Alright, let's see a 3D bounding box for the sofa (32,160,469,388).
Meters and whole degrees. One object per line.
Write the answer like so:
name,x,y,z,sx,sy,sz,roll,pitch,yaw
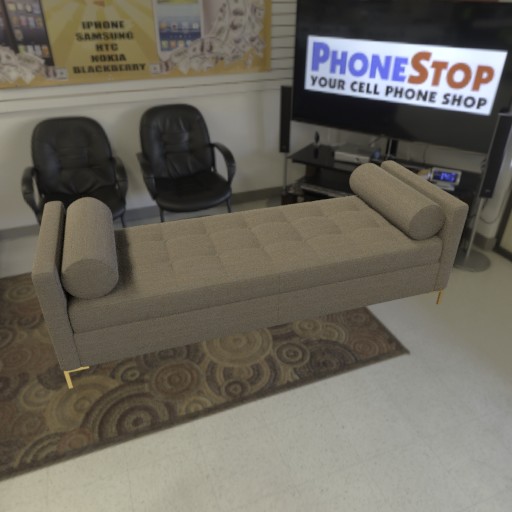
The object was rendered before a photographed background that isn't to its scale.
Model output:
sofa,0.000,0.000,2.333,1.981,0.635,0.686,-10,33,-15
